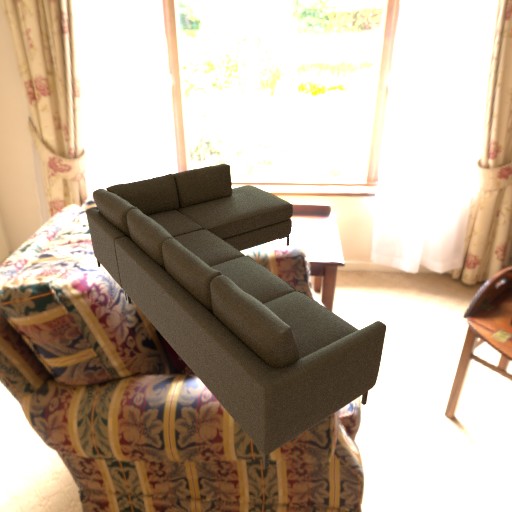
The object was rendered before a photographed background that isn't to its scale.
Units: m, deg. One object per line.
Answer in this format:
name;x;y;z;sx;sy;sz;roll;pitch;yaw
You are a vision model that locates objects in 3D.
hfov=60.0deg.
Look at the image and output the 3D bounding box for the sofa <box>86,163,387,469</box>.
sofa;0.000;0.000;3.805;1.984;0.858;2.972;-18;33;-31
